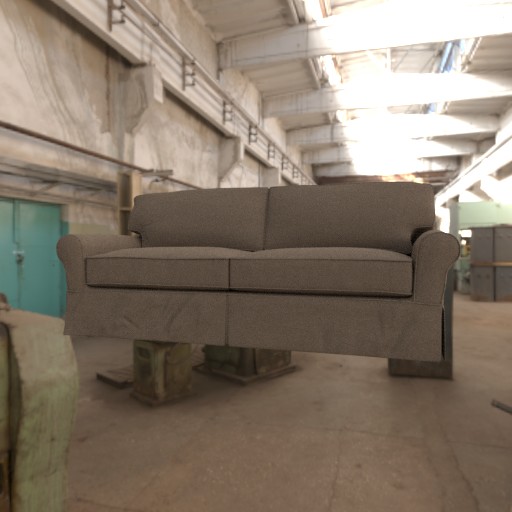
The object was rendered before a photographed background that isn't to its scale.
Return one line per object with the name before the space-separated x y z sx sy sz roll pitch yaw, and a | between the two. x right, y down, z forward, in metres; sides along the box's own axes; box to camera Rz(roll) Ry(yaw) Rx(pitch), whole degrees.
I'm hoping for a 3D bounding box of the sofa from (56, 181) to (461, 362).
sofa | 0.000 0.000 2.765 2.248 0.943 0.991 0 1 18
